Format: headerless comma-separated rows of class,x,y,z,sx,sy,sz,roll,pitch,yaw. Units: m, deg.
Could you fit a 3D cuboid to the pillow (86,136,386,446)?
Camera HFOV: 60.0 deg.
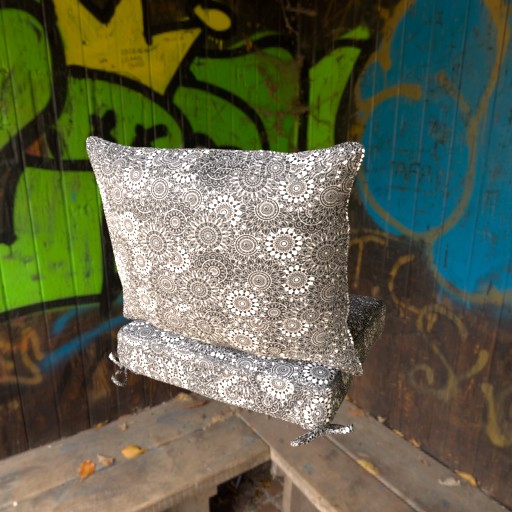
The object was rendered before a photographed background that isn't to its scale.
pillow,0.000,0.000,1.379,0.798,0.722,0.740,8,18,27
